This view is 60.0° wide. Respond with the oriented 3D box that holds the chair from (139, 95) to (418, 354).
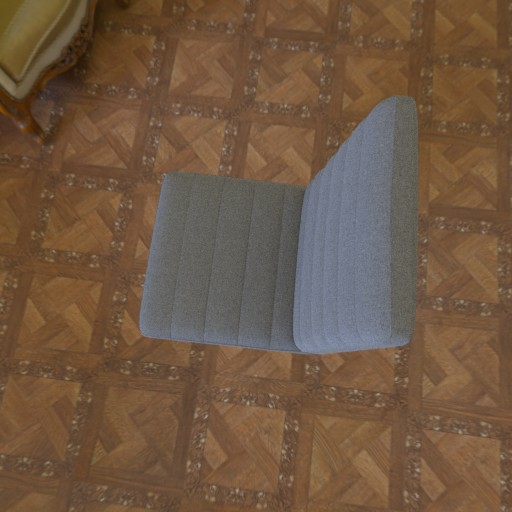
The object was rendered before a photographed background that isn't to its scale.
[{"bbox_3d":[0.000,0.000,1.289,0.634,0.930,0.520,6,75,2],"label":"chair"}]
